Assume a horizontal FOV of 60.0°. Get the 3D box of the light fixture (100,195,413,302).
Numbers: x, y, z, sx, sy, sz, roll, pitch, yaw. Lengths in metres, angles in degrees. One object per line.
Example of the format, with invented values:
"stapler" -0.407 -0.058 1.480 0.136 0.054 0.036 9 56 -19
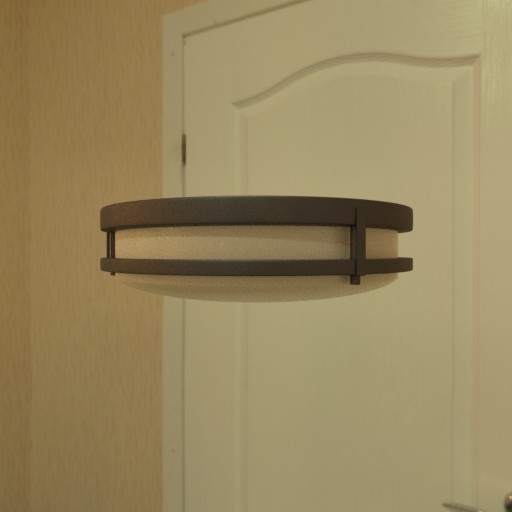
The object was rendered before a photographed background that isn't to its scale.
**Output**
"light fixture" 0.000 0.000 0.533 0.356 0.102 0.356 0 1 0
